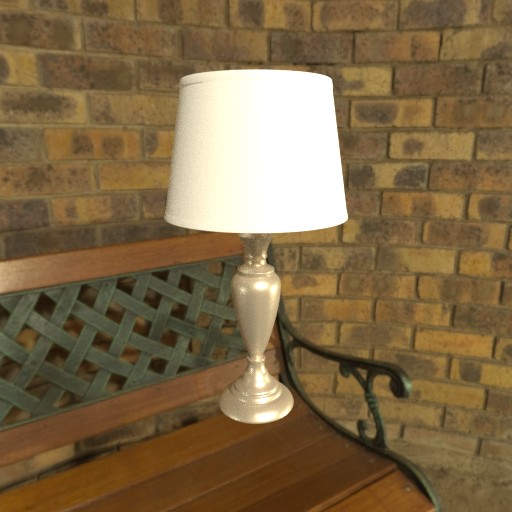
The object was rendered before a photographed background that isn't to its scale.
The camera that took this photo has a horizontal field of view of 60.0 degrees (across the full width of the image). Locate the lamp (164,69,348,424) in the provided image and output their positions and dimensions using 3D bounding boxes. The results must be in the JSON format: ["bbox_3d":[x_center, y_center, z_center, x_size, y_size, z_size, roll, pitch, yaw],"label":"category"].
[{"bbox_3d":[0.000,0.000,0.828,0.328,0.612,0.328,0,14,0],"label":"lamp"}]
